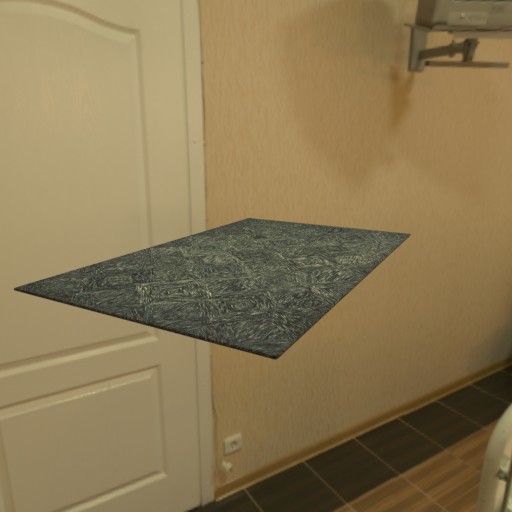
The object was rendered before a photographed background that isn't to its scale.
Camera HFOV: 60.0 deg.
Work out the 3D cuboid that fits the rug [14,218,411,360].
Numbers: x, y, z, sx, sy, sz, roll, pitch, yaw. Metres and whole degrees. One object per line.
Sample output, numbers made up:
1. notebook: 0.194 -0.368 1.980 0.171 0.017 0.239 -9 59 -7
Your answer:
1. rug: 0.000 0.000 2.850 1.478 0.017 2.330 8 17 28
